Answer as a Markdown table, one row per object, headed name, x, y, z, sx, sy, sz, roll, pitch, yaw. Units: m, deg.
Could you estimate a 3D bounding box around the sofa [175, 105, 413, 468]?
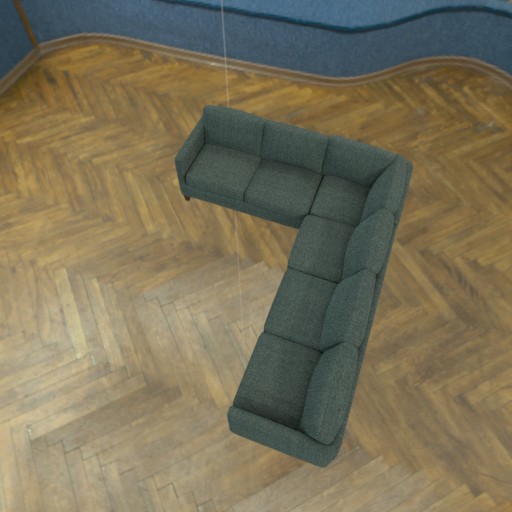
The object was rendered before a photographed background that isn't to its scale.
| name | x | y | z | sx | sy | sz | roll | pitch | yaw |
| --- | --- | --- | --- | --- | --- | --- | --- | --- | --- |
| sofa | 0.000 | 0.000 | 4.590 | 2.593 | 0.947 | 3.302 | 18 | 59 | 11 |
